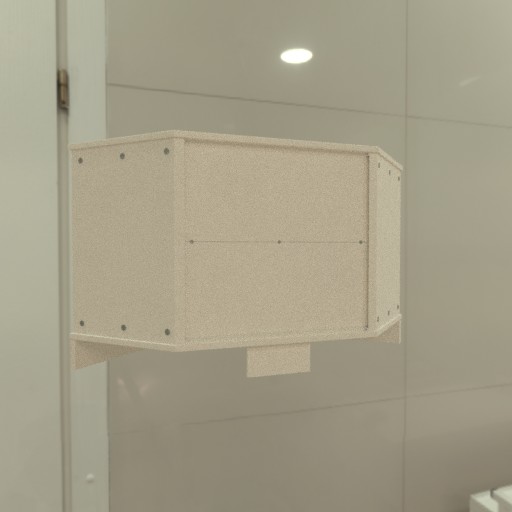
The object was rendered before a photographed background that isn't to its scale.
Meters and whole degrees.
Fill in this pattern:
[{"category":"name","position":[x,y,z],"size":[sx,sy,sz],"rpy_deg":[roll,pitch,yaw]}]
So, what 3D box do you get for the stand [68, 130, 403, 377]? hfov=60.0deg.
[{"category":"stand","position":[0.000,0.000,1.373],"size":[1.072,0.614,0.477],"rpy_deg":[0,1,-18]}]
